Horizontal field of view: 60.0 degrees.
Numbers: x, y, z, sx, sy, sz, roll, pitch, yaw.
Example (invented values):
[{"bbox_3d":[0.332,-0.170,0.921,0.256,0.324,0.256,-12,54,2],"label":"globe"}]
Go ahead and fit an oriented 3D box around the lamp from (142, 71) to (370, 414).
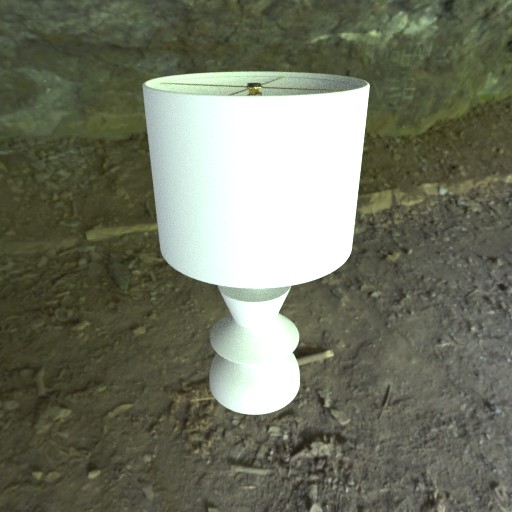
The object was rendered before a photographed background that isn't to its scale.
[{"bbox_3d":[0.000,0.000,0.723,0.301,0.533,0.301,9,29,17],"label":"lamp"}]
